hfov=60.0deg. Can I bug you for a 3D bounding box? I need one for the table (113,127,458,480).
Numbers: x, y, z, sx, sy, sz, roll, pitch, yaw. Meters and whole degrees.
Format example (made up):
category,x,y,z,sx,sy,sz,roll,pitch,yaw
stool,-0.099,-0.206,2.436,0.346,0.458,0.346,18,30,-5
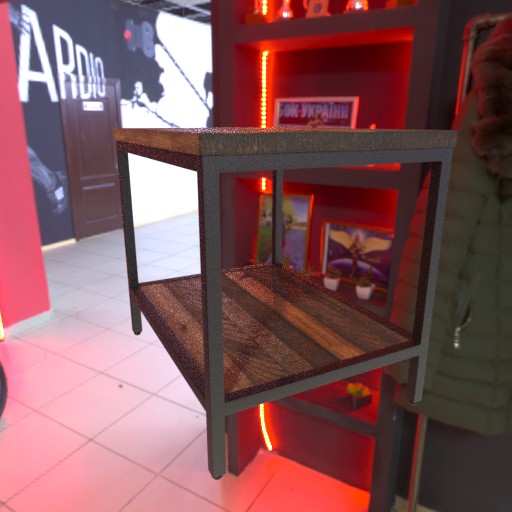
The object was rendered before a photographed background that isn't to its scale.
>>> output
category,x,y,z,sx,sy,sz,roll,pitch,yaw
table,0.000,0.000,1.111,0.524,0.612,0.678,-8,19,-26
